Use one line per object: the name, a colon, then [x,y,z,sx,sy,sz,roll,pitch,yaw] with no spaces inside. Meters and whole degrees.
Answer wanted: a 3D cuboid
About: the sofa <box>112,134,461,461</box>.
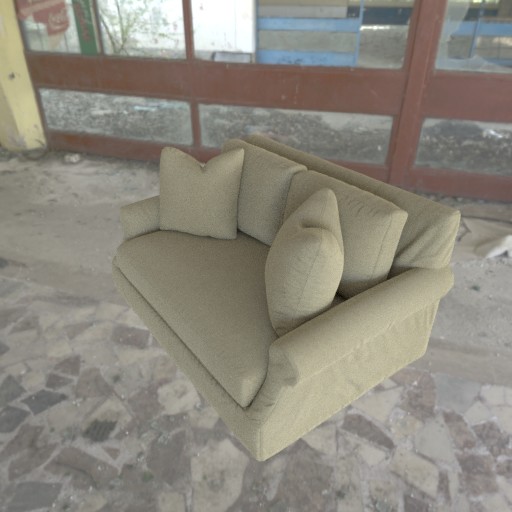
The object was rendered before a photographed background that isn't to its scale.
sofa: [0.000,0.000,2.215,1.070,0.905,1.550,-21,37,-31]
